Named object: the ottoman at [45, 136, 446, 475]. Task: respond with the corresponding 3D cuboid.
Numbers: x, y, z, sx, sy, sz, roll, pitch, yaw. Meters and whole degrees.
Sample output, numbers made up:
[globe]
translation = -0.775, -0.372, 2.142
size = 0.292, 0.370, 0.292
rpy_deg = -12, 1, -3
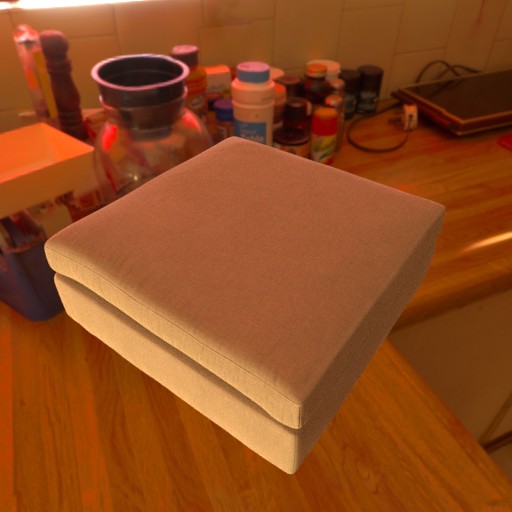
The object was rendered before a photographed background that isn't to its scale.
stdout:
[ottoman]
translation = 0.000, 0.000, 1.838
size = 1.171, 0.517, 1.203
rpy_deg = 25, 46, 27
